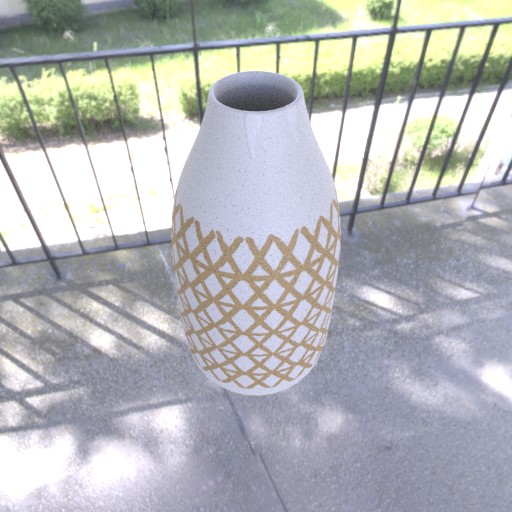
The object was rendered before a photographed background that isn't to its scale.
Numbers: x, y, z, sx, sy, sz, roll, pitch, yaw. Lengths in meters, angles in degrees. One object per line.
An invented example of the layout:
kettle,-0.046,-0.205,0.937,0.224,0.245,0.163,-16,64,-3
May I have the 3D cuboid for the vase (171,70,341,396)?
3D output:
vase,0.000,0.000,0.490,0.186,0.380,0.186,0,46,0
